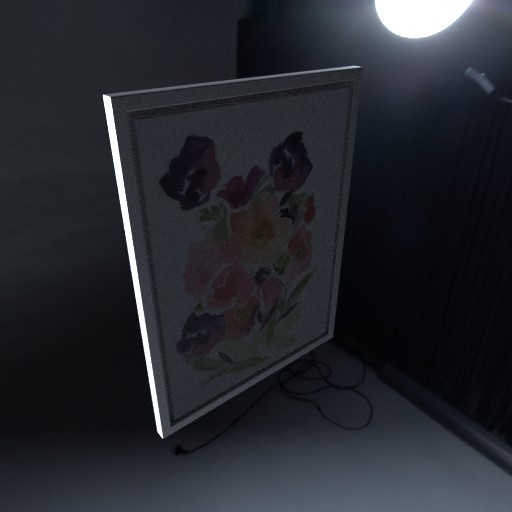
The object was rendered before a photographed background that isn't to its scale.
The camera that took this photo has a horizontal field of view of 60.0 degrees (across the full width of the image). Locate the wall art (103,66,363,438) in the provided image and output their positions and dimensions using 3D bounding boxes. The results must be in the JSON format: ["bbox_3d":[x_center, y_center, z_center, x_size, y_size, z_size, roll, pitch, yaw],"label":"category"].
[{"bbox_3d":[0.000,0.000,1.406,0.805,1.056,0.042,-22,36,-33],"label":"wall art"}]
